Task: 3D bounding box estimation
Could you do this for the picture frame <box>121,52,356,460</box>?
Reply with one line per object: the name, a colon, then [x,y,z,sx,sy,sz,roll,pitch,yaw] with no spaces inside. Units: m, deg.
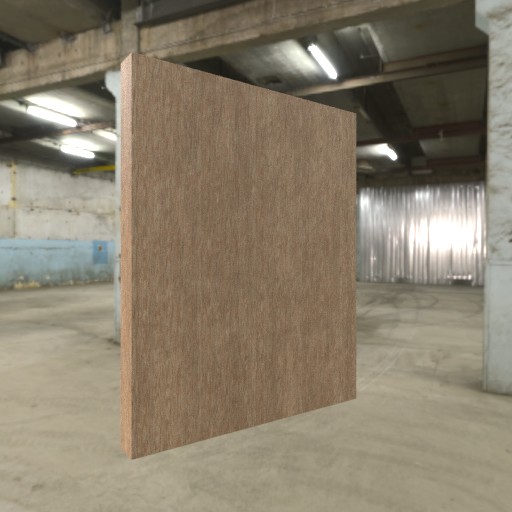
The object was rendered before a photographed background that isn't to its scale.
picture frame: [0.000,0.000,0.712,0.424,0.526,0.043,0,0,-36]
